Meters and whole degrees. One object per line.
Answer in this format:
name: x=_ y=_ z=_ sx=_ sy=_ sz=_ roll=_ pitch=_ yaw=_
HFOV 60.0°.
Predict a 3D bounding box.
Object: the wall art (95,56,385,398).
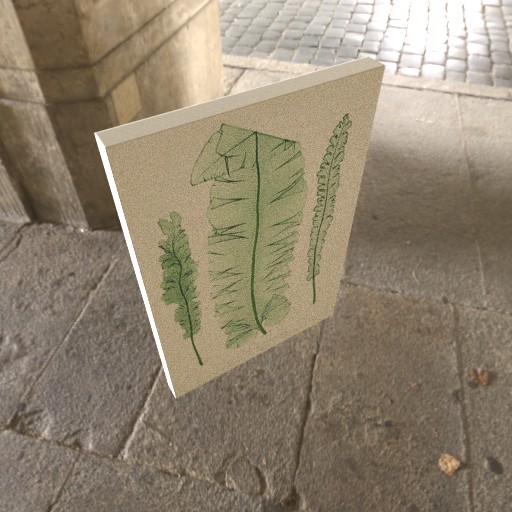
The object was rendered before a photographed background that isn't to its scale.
wall art: x=0.000 y=0.000 z=0.801 sx=0.418 sy=0.608 sz=0.038 roll=-24 pitch=51 yaw=-21
